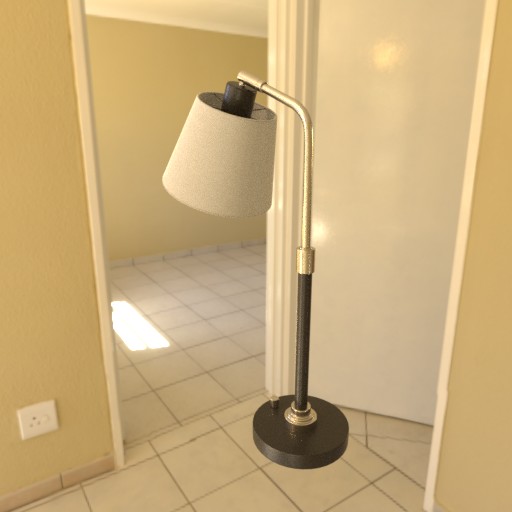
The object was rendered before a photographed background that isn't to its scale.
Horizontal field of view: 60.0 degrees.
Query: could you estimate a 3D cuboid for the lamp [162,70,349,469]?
[{"bbox_3d":[0.000,0.000,0.687,0.181,0.539,0.348,-15,22,-41],"label":"lamp"}]
